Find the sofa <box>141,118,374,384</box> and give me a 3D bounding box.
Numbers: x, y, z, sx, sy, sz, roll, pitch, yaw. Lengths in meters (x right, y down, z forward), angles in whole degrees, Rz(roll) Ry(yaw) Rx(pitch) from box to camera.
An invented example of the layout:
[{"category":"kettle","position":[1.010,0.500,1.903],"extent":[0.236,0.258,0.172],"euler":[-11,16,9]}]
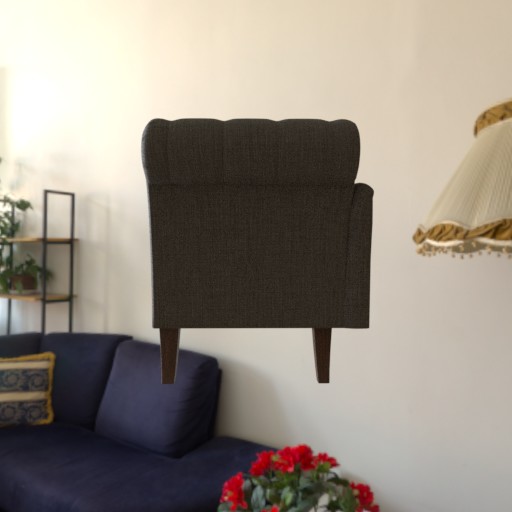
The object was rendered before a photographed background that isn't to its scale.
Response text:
[{"category":"sofa","position":[0.000,0.000,1.862],"extent":[0.675,0.787,1.379],"euler":[0,0,-1]}]
